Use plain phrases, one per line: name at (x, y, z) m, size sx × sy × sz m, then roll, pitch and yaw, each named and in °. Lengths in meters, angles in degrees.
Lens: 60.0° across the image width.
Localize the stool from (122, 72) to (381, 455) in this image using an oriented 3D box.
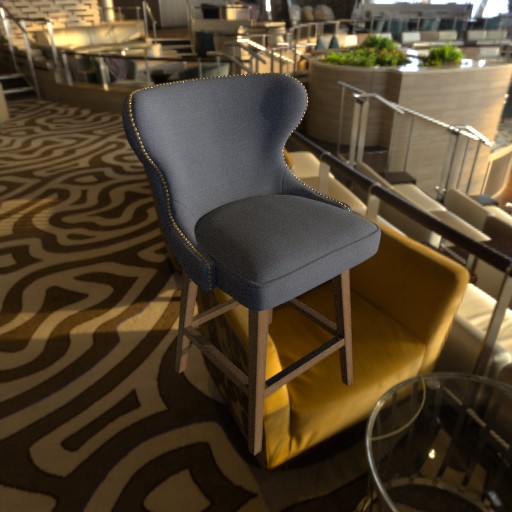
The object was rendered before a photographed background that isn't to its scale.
stool at (0.000, 0.000, 1.369) m, size 0.615 × 0.972 × 0.597 m, roll -23°, pitch 38°, yaw -33°
